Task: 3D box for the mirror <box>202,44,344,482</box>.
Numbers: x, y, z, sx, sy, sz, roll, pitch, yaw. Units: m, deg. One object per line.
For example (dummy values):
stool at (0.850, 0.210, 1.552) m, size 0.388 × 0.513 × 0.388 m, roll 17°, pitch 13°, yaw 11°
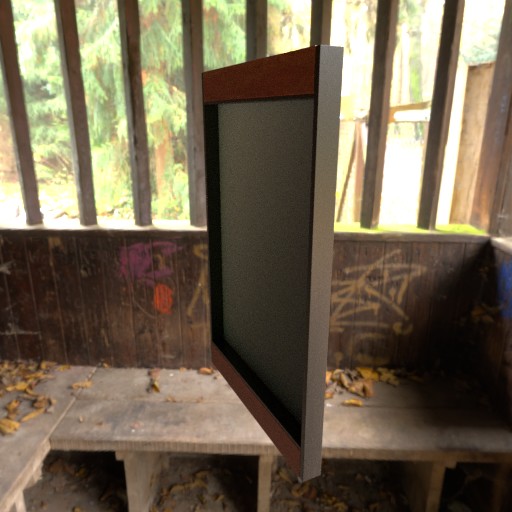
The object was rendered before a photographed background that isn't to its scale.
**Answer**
mirror at (0.000, 0.000, 1.023) m, size 0.047 × 0.823 × 0.525 m, roll -9°, pitch 20°, yaw -25°
